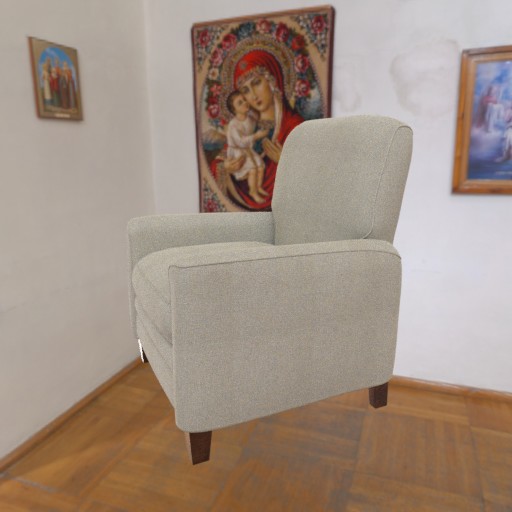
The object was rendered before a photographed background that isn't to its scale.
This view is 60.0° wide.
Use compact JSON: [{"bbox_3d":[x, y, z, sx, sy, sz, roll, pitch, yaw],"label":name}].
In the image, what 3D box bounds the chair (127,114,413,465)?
[{"bbox_3d":[0.000,0.000,1.646,0.853,1.006,0.850,-6,15,-24],"label":"chair"}]
